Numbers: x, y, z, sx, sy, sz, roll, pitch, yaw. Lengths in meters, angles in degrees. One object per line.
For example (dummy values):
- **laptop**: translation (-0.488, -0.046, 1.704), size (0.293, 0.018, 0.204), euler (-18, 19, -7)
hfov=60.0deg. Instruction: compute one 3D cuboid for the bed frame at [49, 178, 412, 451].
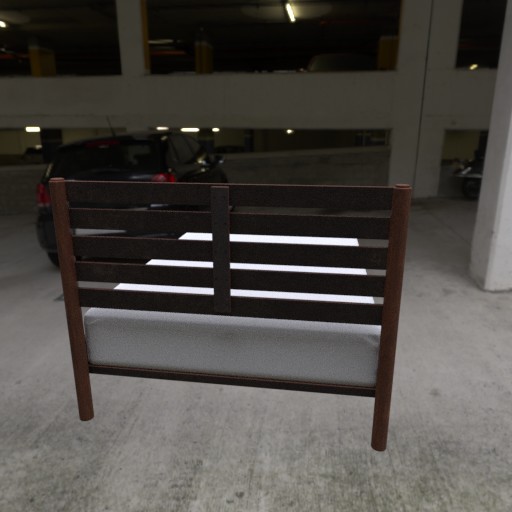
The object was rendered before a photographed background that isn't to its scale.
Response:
- **bed frame**: translation (0.000, 0.000, 3.195), size (1.655, 1.321, 2.234), euler (2, 17, 8)
